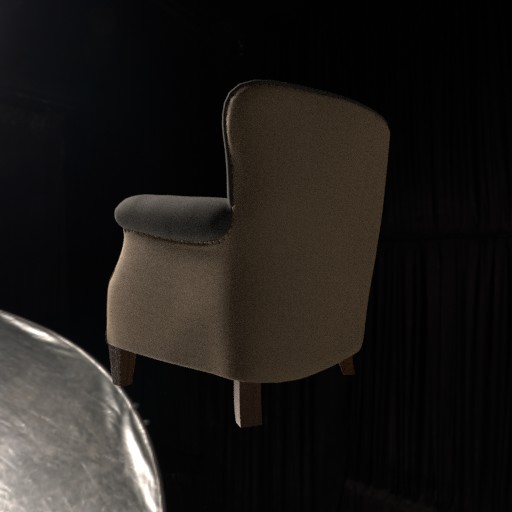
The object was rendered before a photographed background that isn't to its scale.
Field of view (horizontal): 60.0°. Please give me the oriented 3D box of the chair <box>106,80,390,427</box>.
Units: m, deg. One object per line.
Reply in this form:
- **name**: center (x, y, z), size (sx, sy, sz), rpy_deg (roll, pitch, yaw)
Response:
- **chair**: center (0.000, 0.000, 1.627), size (0.921, 0.936, 0.861), rpy_deg (0, 0, 37)
